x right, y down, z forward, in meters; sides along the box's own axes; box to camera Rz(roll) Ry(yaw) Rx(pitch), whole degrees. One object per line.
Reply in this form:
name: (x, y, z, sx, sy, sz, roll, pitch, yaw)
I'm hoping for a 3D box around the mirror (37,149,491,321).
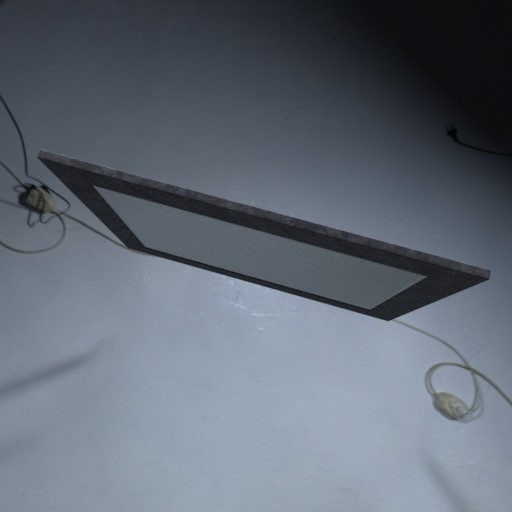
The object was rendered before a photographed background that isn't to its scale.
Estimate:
mirror: (0.000, 0.000, 1.423, 1.101, 0.795, 0.022, 15, 75, 4)
